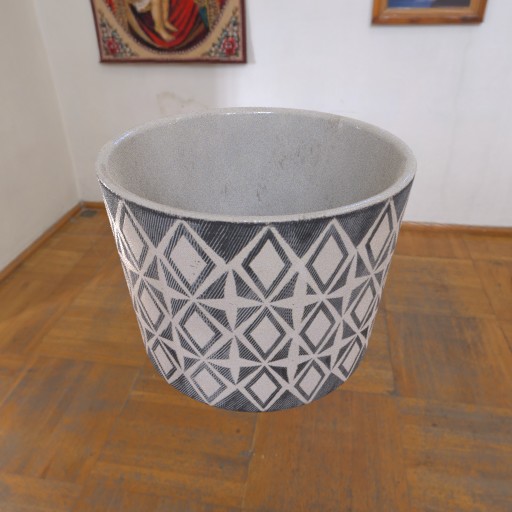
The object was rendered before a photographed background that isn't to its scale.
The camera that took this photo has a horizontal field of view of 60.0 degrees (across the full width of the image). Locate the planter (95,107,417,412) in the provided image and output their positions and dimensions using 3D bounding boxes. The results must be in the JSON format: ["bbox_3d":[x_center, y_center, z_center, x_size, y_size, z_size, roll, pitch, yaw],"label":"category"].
[{"bbox_3d":[0.000,0.000,0.433,0.260,0.220,0.260,0,33,0],"label":"planter"}]
